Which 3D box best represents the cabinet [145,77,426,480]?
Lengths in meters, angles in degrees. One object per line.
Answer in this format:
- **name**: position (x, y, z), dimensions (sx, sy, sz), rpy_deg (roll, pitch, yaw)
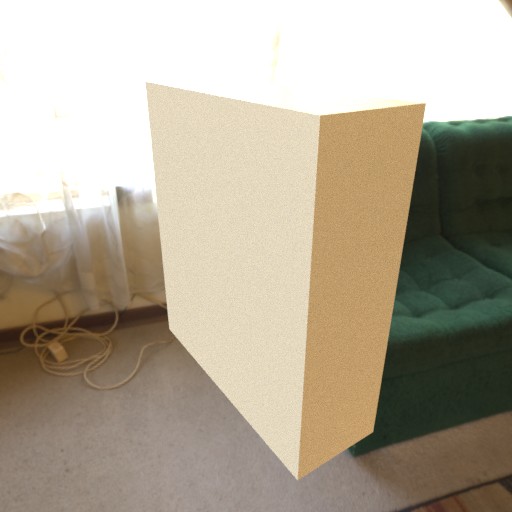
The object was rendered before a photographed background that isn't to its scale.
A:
- **cabinet**: position (0.000, 0.000, 1.629), dimensions (0.348, 1.150, 0.990), rpy_deg (-17, 31, -30)
